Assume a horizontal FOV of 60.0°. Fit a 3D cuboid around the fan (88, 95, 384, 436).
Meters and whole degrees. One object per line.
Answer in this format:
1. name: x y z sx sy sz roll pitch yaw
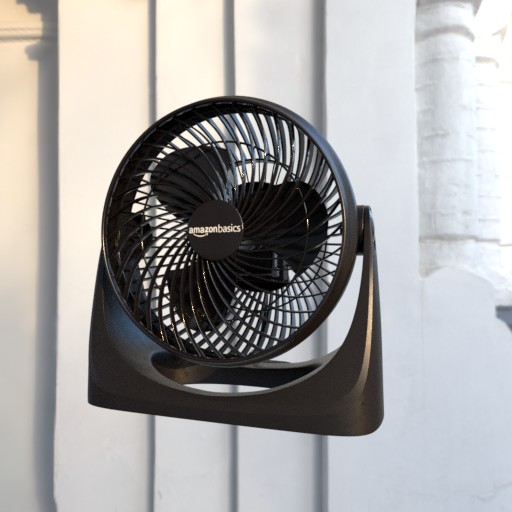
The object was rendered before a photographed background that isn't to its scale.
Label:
1. fan: 0.000 0.000 0.484 0.273 0.277 0.256 0 -1 18
